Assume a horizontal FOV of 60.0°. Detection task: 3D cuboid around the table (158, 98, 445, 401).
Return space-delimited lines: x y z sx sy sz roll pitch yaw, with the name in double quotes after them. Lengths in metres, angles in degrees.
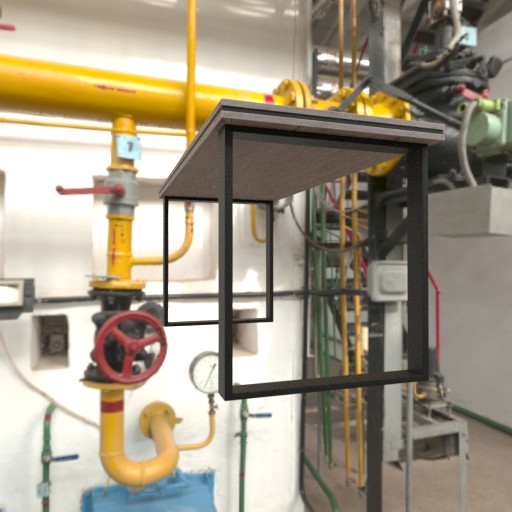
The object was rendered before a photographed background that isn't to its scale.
0.000 0.000 2.253 0.795 0.899 1.778 0 -1 -18 "table"
